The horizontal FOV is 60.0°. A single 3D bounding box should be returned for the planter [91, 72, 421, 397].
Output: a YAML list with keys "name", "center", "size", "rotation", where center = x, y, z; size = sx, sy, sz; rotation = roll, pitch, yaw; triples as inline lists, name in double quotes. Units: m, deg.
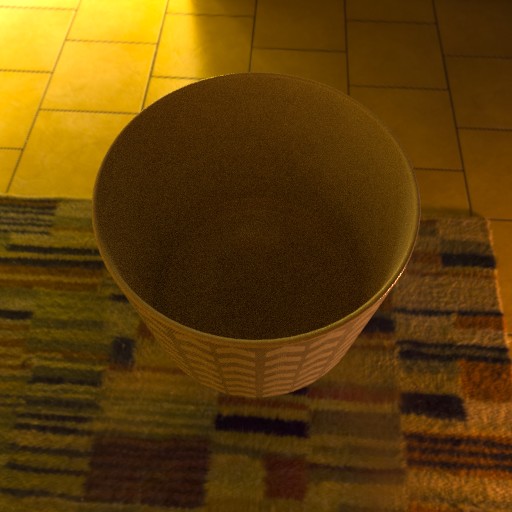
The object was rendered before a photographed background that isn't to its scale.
- name: "planter"
  center: [0.000, 0.000, 0.446]
  size: [0.250, 0.239, 0.250]
  rotation: [0, 63, 0]
